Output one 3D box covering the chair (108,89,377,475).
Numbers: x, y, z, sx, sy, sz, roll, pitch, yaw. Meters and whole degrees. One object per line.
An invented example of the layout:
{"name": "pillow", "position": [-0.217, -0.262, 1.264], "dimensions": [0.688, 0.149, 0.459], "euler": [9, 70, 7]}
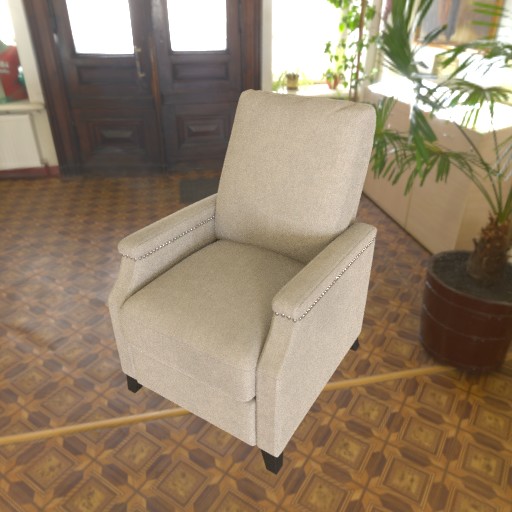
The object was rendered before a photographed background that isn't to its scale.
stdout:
{"name": "chair", "position": [0.000, 0.000, 1.656], "dimensions": [0.710, 1.049, 0.922], "euler": [18, 35, 28]}
